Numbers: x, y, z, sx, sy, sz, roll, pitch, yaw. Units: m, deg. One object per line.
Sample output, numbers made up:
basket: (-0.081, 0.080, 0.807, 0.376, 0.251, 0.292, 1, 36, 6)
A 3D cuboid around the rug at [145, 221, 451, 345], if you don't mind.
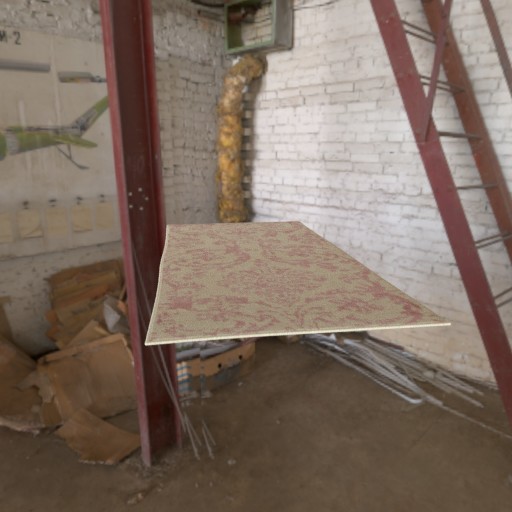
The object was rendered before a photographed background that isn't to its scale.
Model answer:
rug: (0.000, 0.000, 1.431, 0.604, 0.007, 1.219, -2, 14, -9)
